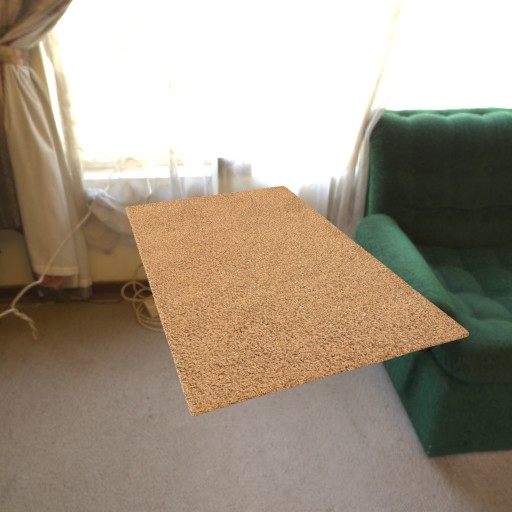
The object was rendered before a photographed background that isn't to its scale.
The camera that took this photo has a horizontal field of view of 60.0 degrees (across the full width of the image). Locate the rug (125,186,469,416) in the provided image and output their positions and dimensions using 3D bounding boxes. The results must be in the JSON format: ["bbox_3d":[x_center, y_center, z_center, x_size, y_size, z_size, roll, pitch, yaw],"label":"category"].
[{"bbox_3d":[0.000,0.000,3.127,1.524,0.030,2.438,-10,31,-18],"label":"rug"}]
